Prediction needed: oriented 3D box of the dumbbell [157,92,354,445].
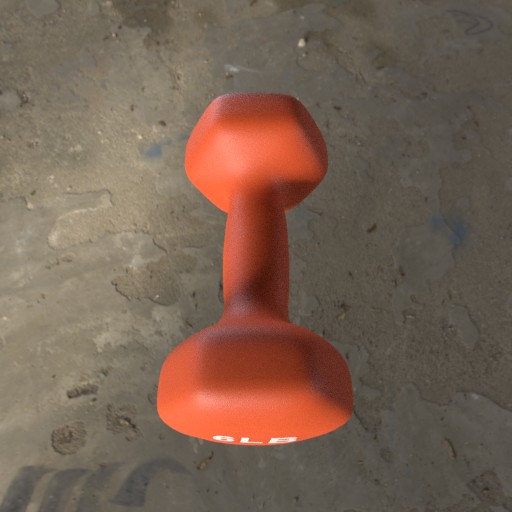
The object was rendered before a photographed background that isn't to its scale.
[{"bbox_3d":[0.000,0.000,0.209,0.079,0.071,0.162,1,59,0],"label":"dumbbell"}]
